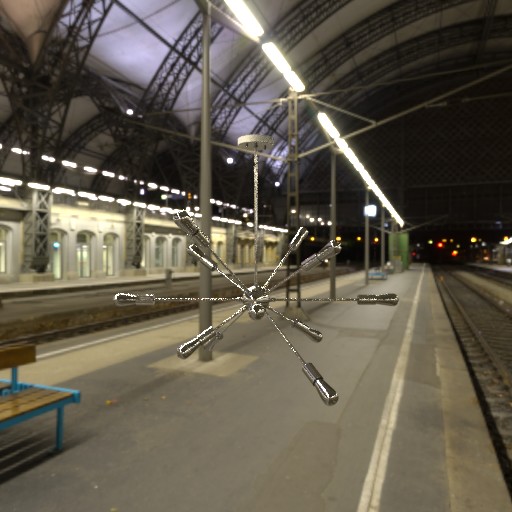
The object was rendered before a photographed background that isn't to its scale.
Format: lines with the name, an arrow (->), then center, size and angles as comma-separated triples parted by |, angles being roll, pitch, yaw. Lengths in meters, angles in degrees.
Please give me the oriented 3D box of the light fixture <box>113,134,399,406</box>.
light fixture -> 0.000, 0.000, 1.062 | 0.684, 0.558, 0.509 | 0, 0, 0
